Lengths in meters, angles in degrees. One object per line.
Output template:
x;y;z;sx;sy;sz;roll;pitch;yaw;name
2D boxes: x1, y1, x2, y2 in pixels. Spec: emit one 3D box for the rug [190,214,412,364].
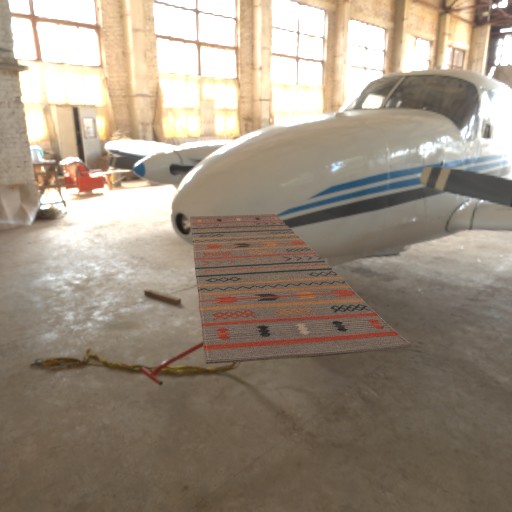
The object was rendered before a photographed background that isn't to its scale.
0.000;0.000;2.675;0.744;0.022;2.419;-3;17;-9;rug
